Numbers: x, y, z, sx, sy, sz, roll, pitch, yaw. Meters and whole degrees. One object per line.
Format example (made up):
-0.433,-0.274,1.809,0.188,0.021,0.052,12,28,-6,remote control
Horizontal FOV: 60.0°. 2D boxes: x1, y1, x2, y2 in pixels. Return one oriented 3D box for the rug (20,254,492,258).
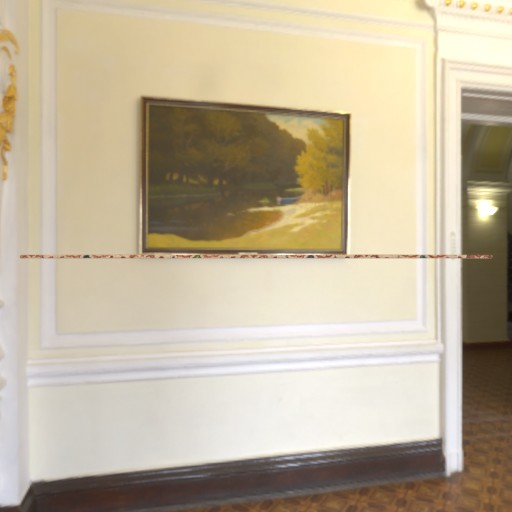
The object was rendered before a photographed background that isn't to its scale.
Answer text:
0.000,0.000,2.916,2.297,0.018,1.541,0,0,0,rug
